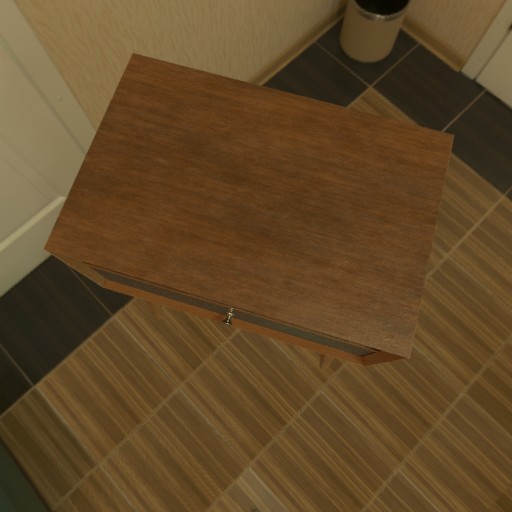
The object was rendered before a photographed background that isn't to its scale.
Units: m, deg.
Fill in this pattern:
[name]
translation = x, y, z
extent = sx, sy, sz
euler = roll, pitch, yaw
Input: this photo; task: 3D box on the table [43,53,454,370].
[table]
translation = 0.000, 0.000, 0.841
extent = 0.454, 0.580, 0.307
euler = 16, 74, 5
